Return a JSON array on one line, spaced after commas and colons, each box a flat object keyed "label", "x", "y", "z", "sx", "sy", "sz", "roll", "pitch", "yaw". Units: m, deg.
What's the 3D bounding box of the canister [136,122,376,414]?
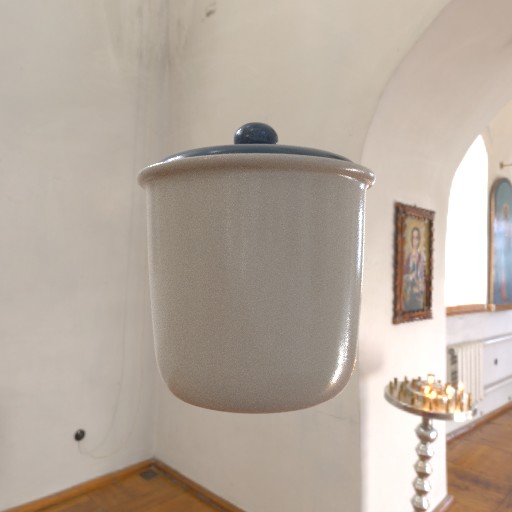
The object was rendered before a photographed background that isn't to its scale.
[{"label": "canister", "x": 0.000, "y": 0.000, "z": 0.348, "sx": 0.182, "sy": 0.208, "sz": 0.182, "roll": 0, "pitch": -1, "yaw": 0}]
